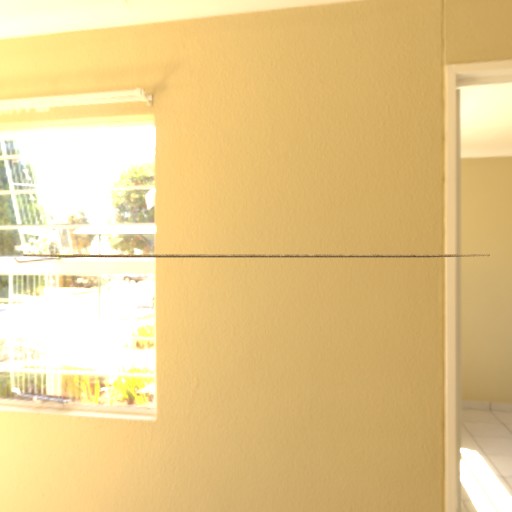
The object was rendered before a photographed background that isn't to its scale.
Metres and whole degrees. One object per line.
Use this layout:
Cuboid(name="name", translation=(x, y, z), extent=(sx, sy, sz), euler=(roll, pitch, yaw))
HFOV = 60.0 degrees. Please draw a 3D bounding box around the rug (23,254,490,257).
Cuboid(name="rug", translation=(0.000, 0.000, 2.686), extent=(2.436, 0.013, 0.807), euler=(0, -1, 1))
